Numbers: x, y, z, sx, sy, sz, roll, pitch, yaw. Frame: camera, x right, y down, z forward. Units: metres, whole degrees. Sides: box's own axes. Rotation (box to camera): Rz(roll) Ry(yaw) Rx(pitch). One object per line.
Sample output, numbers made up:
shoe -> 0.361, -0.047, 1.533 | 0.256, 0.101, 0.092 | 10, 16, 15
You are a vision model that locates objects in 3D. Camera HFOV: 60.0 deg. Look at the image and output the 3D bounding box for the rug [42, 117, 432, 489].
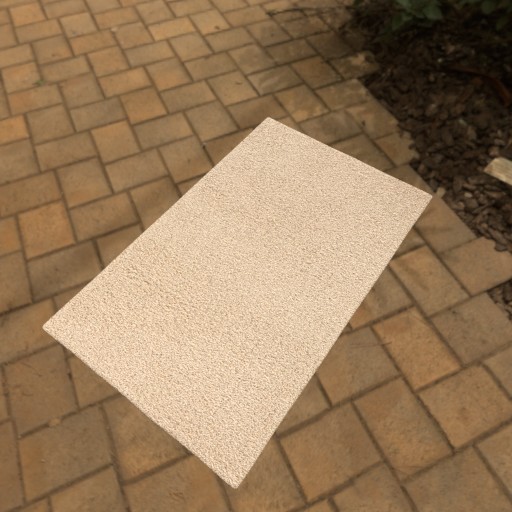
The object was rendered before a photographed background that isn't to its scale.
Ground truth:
rug -> 0.000, 0.000, 3.047 | 1.524, 0.030, 2.438 | 31, 62, 19
